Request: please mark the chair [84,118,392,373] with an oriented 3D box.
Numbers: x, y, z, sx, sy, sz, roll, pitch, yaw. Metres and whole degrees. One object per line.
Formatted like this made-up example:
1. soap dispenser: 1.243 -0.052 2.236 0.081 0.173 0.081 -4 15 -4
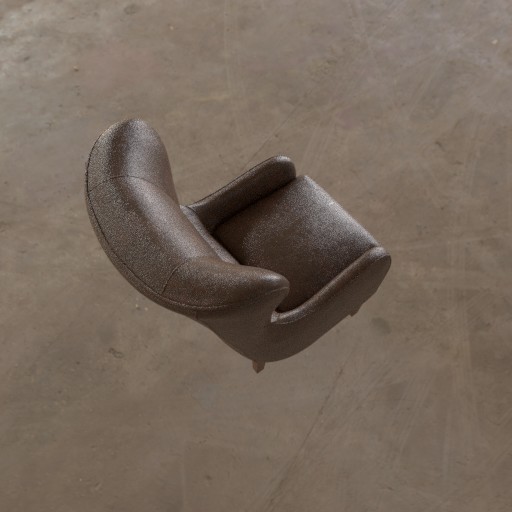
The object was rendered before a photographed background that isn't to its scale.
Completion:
1. chair: 0.000 0.000 1.616 0.914 1.048 0.692 -32 64 -18
